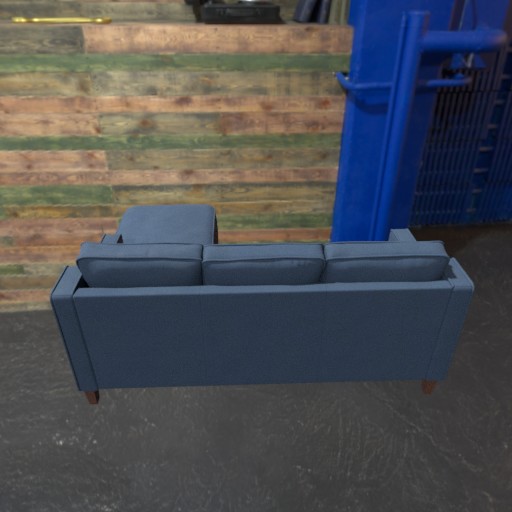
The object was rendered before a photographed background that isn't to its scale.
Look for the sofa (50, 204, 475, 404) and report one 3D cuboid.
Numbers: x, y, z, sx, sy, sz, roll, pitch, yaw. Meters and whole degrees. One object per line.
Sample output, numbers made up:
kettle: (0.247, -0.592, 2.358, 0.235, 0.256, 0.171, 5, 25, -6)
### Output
sofa: (0.000, 0.000, 3.329, 2.317, 1.066, 1.858, -1, 32, -2)
